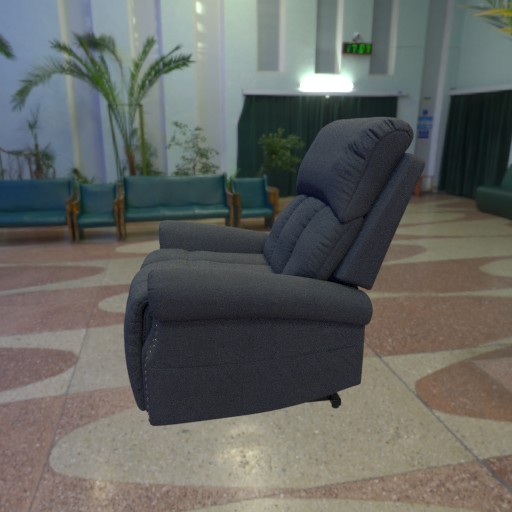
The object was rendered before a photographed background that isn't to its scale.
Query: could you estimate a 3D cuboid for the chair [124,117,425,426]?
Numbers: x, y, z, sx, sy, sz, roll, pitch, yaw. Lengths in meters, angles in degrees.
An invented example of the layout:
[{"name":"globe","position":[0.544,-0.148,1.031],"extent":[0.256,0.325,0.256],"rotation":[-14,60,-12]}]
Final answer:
[{"name":"chair","position":[0.000,0.000,1.732],"extent":[0.979,1.031,0.871],"rotation":[-3,16,-9]}]
